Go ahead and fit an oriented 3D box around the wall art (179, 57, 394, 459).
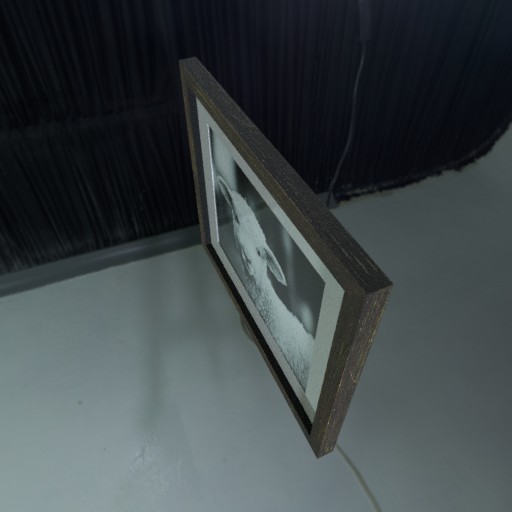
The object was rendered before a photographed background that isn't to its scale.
[{"bbox_3d":[0.000,0.000,0.762,0.032,0.457,0.558,-19,50,-17],"label":"wall art"}]
